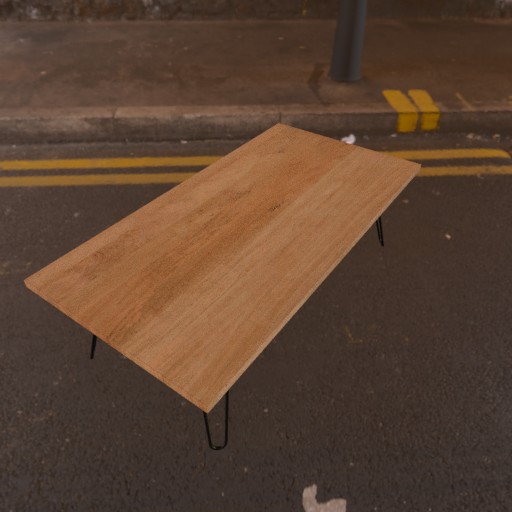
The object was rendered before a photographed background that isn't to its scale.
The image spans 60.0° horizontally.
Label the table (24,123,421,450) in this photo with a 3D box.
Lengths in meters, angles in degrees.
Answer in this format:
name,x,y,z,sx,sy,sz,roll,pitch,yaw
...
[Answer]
name,x,y,z,sx,sy,sz,roll,pitch,yaw
table,0.000,0.000,1.681,0.699,0.400,1.348,25,46,26
